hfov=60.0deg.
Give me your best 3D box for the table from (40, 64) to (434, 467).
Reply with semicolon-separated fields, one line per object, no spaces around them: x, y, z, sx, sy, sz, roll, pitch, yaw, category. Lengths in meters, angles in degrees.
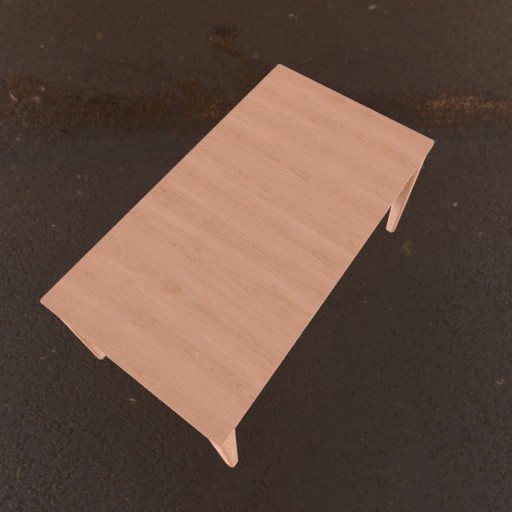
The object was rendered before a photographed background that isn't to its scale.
0.000;0.000;2.125;0.900;0.760;1.600;33;68;15;table
